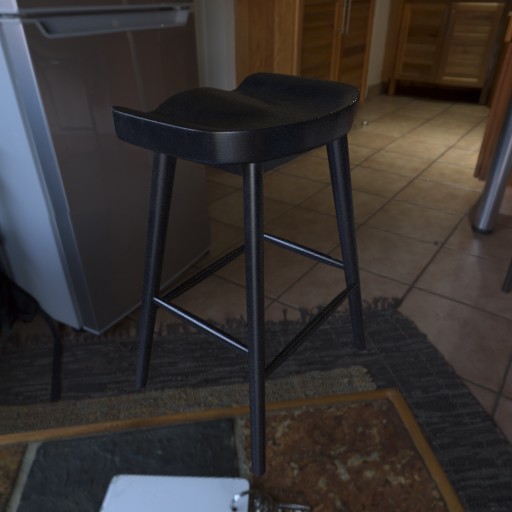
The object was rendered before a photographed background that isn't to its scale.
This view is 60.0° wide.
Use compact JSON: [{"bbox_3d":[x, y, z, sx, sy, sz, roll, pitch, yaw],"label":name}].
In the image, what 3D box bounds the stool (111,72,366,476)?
[{"bbox_3d":[0.000,0.000,0.889,0.361,0.615,0.440,22,38,31],"label":"stool"}]
